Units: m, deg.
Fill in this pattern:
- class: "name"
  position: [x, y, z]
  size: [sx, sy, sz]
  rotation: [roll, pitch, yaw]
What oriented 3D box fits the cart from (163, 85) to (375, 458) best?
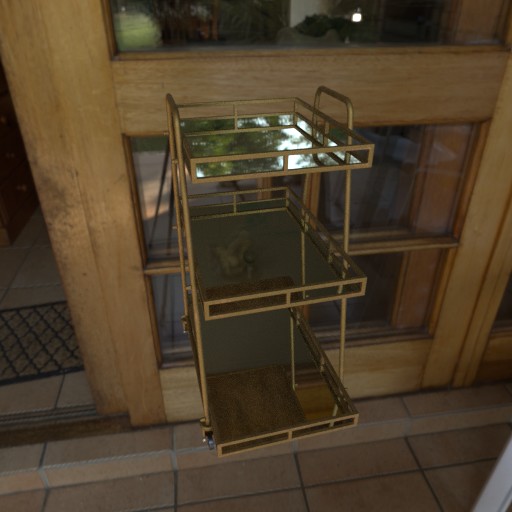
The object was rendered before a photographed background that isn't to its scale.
- class: "cart"
  position: [0.000, 0.000, 1.271]
  size: [0.441, 0.883, 0.711]
  rotation: [-8, 32, -12]
